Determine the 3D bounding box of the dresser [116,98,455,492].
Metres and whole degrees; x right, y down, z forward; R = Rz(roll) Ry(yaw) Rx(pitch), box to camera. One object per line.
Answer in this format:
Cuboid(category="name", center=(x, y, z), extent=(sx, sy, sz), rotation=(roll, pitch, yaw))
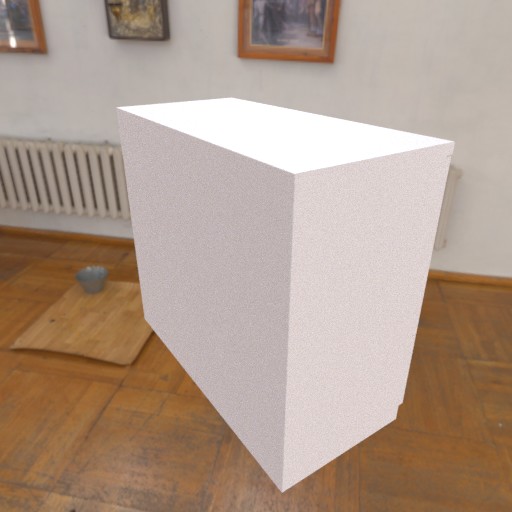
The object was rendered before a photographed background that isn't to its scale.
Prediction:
Cuboid(category="dresser", center=(0.000, 0.000, 1.251), extent=(0.420, 0.740, 0.830), rotation=(-17, 31, -30))
